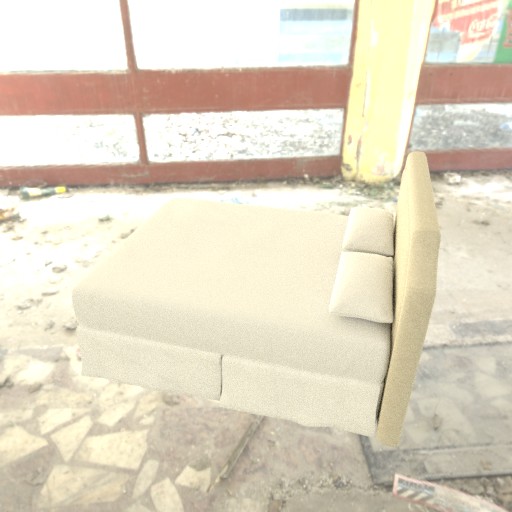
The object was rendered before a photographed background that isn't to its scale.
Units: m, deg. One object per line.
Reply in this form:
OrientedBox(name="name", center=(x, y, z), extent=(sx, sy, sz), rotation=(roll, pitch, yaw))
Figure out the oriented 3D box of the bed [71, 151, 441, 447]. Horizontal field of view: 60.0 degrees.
OrientedBox(name="bed", center=(0.000, 0.000, 3.109), extent=(2.116, 1.290, 1.693), rotation=(8, 31, 13))
